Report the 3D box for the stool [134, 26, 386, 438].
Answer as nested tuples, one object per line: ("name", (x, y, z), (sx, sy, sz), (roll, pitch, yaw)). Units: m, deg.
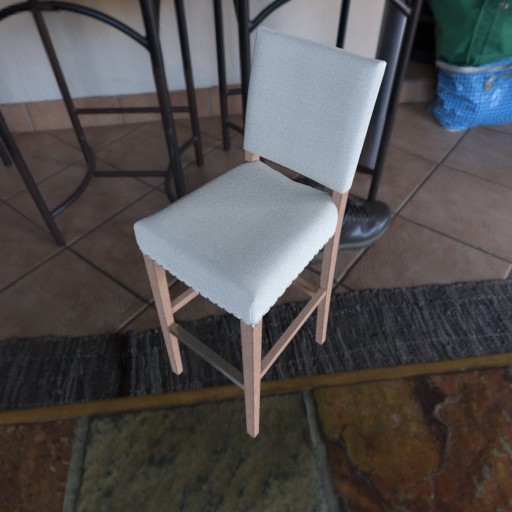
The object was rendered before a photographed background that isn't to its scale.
("stool", (0.000, 0.000, 1.383), (0.428, 1.143, 0.546), (30, 53, 26))
